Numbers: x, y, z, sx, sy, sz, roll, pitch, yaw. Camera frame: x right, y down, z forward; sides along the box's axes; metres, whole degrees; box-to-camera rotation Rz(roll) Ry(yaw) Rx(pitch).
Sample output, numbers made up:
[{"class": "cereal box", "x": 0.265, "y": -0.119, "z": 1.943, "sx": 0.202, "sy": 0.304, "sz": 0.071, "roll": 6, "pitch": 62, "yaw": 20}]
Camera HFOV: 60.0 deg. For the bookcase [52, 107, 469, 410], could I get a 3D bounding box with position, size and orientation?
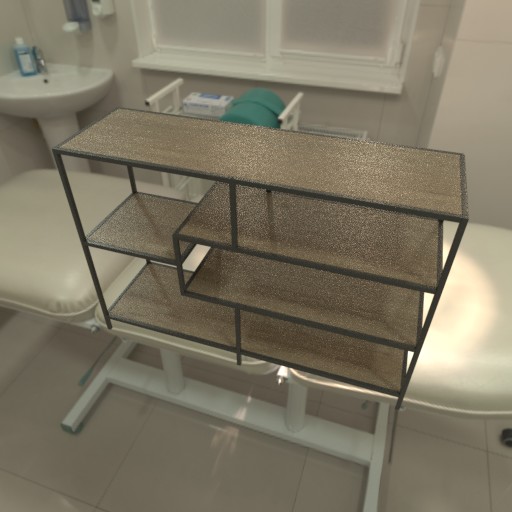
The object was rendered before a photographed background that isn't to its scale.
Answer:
[{"class": "bookcase", "x": 0.000, "y": 0.000, "z": 1.523, "sx": 1.140, "sy": 0.780, "sz": 0.350, "roll": 12, "pitch": 41, "yaw": 14}]
